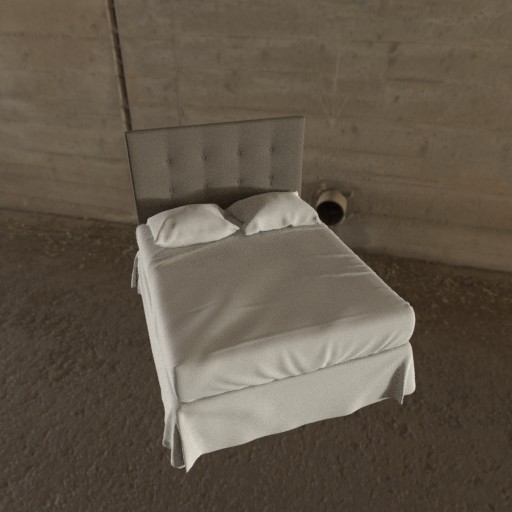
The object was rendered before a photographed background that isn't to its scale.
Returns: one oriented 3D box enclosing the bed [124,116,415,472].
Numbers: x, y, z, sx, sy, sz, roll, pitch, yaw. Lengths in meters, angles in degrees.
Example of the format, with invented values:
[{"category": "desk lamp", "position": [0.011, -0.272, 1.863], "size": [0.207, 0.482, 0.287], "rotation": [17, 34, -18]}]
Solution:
[{"category": "bed", "position": [0.000, 0.000, 3.488], "size": [1.936, 1.577, 2.222], "rotation": [-10, 33, -16]}]
